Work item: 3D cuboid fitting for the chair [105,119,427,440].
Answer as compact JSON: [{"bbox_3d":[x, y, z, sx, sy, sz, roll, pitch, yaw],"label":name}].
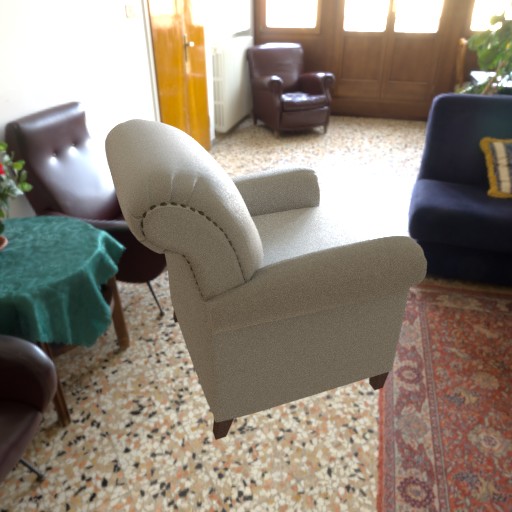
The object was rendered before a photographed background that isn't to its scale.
[{"bbox_3d":[0.000,0.000,1.593,0.890,0.927,0.854,-11,32,-18],"label":"chair"}]
